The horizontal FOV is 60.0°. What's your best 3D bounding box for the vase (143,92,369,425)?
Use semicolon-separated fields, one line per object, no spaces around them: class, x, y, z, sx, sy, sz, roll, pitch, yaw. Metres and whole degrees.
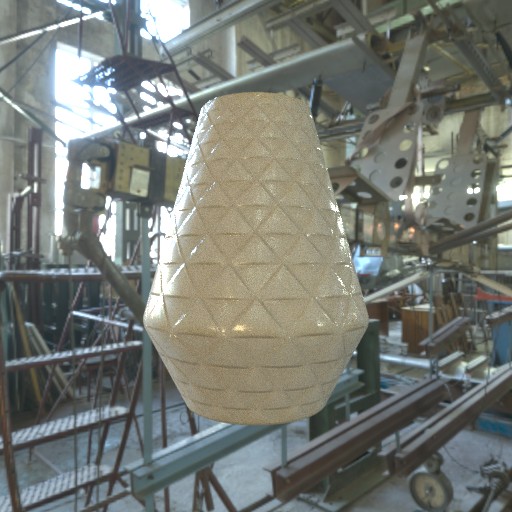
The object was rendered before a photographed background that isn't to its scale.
vase;0.000;0.000;0.354;0.175;0.230;0.175;0;-1;0
